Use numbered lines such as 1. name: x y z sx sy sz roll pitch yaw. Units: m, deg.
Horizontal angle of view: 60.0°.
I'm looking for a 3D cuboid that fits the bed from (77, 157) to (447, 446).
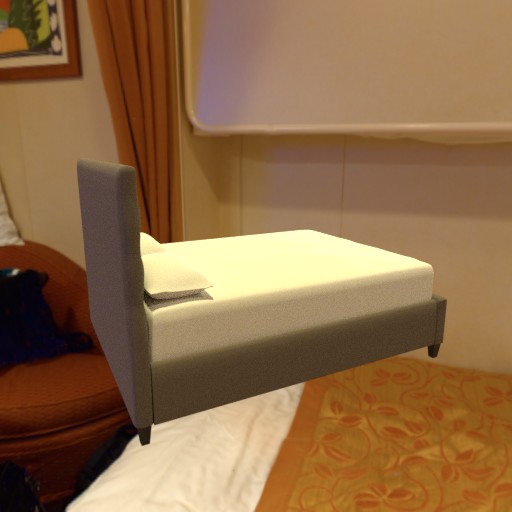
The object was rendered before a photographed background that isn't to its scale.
1. bed: 0.000 0.000 3.313 2.233 1.426 1.696 -7 16 -27
